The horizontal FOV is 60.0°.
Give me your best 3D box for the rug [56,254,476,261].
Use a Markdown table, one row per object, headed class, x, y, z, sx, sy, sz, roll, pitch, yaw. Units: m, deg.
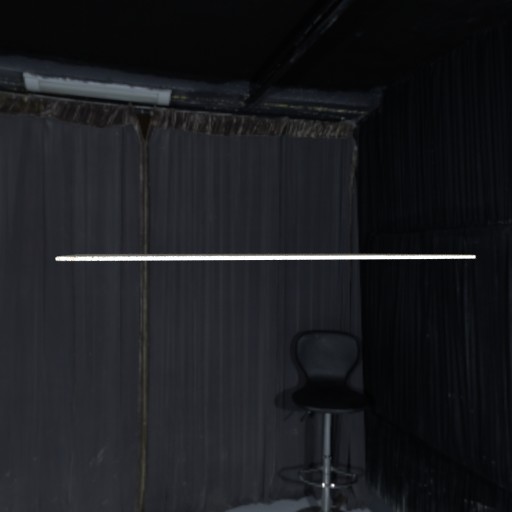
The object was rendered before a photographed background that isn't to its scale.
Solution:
| class | x | y | z | sx | sy | sz | roll | pitch | yaw |
| --- | --- | --- | --- | --- | --- | --- | --- | --- | --- |
| rug | 0.000 | 0.000 | 3.146 | 2.469 | 0.024 | 1.539 | 0 | 1 | -19 |
